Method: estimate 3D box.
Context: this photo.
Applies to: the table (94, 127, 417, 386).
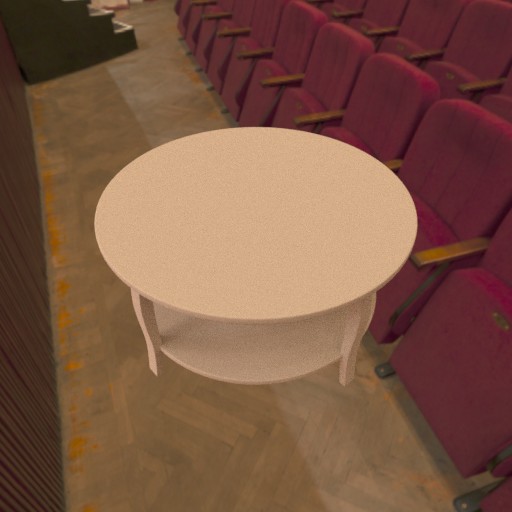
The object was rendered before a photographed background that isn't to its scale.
[{"bbox_3d":[0.000,0.000,1.445,0.910,0.457,0.910,0,42,0],"label":"table"}]
